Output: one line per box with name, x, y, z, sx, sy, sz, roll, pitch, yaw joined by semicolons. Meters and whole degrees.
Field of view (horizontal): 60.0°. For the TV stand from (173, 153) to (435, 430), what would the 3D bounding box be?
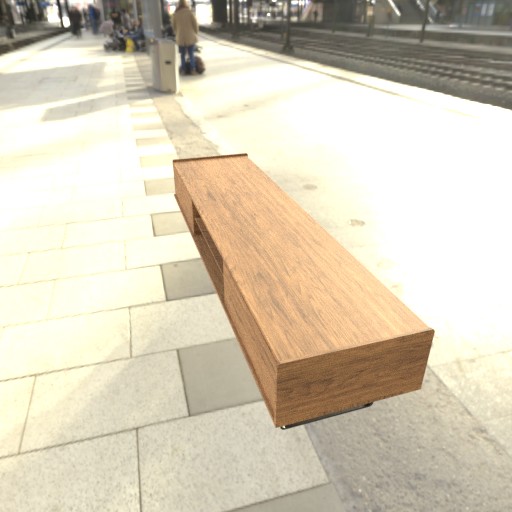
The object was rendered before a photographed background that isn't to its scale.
TV stand;0.000;0.000;1.990;0.467;0.415;1.796;-9;30;-16
